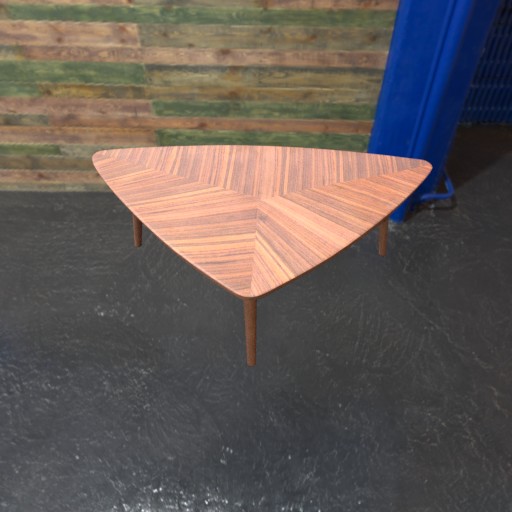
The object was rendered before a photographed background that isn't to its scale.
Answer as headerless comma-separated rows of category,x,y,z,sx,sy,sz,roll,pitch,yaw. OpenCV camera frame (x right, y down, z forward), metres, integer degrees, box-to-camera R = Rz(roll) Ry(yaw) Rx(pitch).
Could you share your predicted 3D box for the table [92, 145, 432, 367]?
table,0.000,0.000,1.292,1.008,0.365,0.601,2,46,2
